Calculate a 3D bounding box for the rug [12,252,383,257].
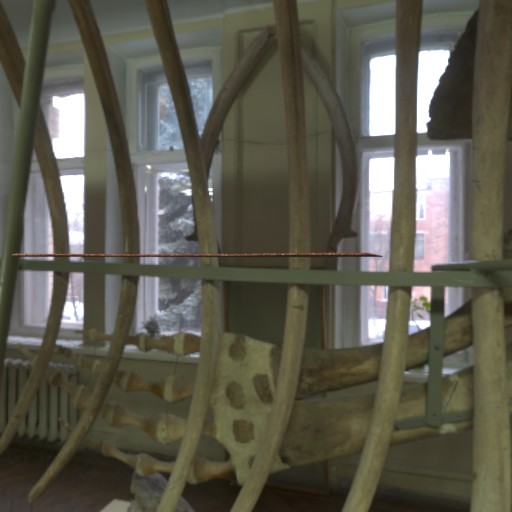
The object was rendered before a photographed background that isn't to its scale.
[{"bbox_3d":[0.000,0.000,2.121,1.139,0.011,1.747,0,0,17],"label":"rug"}]
